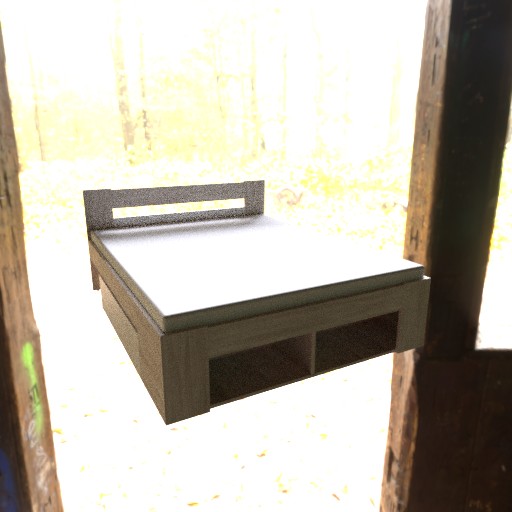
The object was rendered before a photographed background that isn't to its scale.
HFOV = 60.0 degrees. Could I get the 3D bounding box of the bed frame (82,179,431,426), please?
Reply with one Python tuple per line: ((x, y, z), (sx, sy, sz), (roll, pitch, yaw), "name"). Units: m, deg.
((0.000, 0.000, 3.244), (2.040, 0.860, 2.050), (-8, 18, -27), "bed frame")
